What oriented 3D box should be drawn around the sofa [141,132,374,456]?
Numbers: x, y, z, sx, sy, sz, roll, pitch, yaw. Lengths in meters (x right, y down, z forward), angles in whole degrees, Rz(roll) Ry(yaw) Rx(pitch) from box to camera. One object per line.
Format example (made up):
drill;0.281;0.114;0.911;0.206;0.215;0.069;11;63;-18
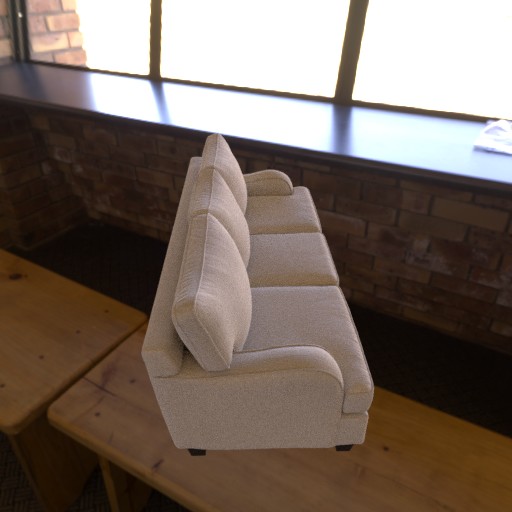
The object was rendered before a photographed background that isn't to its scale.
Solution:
sofa;0.000;0.000;2.908;1.016;0.991;2.323;-1;32;-2
